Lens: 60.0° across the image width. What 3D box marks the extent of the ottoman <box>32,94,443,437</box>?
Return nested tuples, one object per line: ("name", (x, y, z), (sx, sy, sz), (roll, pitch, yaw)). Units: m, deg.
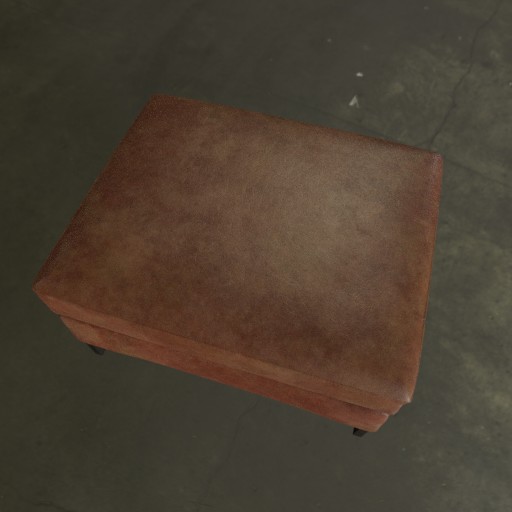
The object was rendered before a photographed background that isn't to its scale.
("ottoman", (0.000, 0.000, 1.731), (1.186, 0.667, 0.965), (15, 60, 9))
